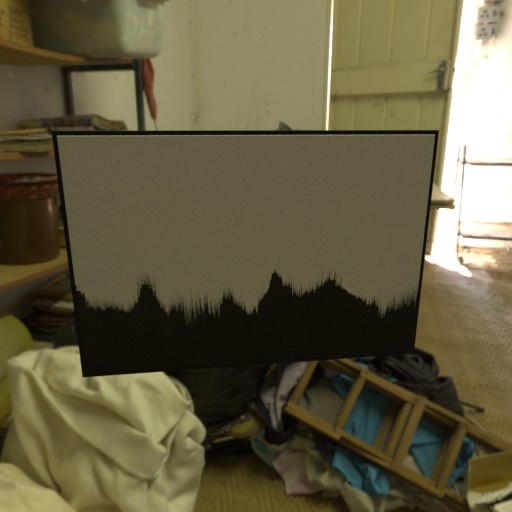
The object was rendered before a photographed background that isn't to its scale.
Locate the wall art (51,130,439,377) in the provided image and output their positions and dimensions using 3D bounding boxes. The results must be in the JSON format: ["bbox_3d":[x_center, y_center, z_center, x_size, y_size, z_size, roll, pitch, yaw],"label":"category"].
[{"bbox_3d":[0.000,0.000,1.476,1.190,0.805,0.028,-2,17,-8],"label":"wall art"}]
